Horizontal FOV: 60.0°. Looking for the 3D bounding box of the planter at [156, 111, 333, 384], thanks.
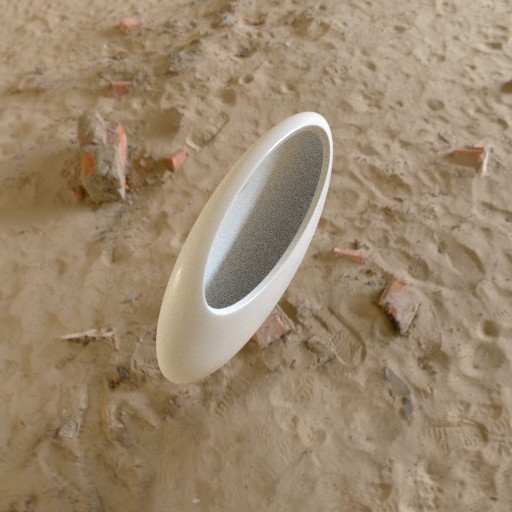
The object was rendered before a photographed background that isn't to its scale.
[{"bbox_3d":[0.000,0.000,0.286,0.043,0.188,0.185,29,63,17],"label":"planter"}]
